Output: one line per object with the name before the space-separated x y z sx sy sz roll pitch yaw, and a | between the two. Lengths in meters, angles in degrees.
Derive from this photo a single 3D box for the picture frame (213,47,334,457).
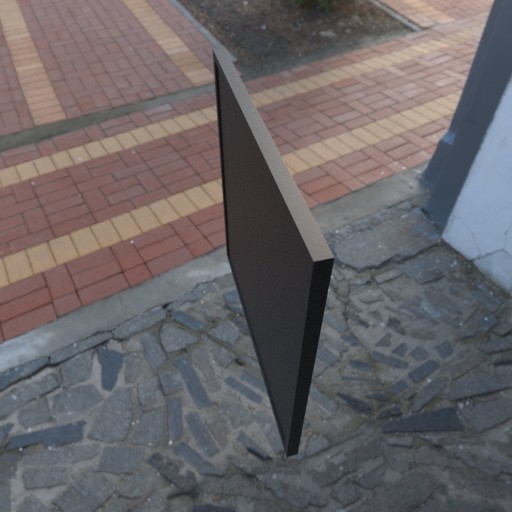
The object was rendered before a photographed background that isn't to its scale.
picture frame | 0.000 0.000 1.171 0.032 0.775 0.775 -11 47 -10
